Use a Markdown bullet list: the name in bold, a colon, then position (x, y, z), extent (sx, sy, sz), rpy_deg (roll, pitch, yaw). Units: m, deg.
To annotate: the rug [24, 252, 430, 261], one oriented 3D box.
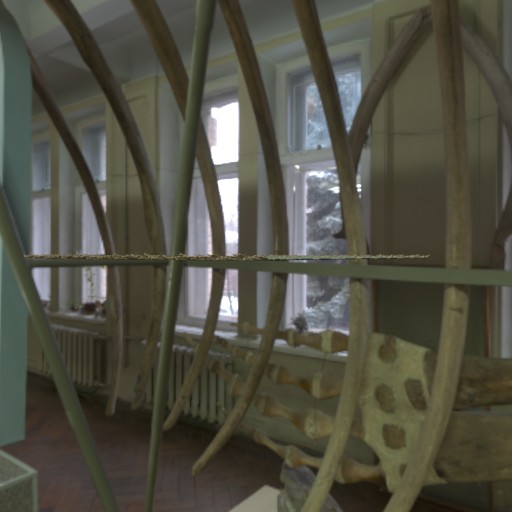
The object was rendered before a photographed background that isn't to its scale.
- **rug**: position (0.000, 0.000, 4.300), extent (2.418, 0.047, 3.307), rpy_deg (0, 0, 36)
